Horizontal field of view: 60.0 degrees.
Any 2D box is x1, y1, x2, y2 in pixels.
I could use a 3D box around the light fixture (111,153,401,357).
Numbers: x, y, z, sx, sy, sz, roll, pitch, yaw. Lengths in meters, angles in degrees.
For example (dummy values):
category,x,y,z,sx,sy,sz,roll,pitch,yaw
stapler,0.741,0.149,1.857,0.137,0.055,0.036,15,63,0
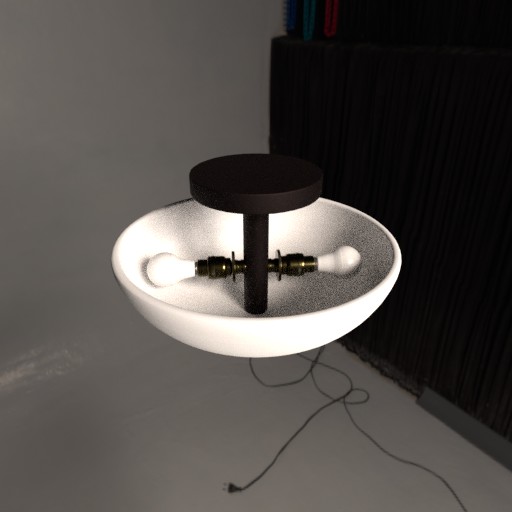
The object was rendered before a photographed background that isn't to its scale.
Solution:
category,x,y,z,sx,sy,sz,roll,pitch,yaw
light fixture,0.000,0.000,0.535,0.331,0.212,0.331,0,28,0
